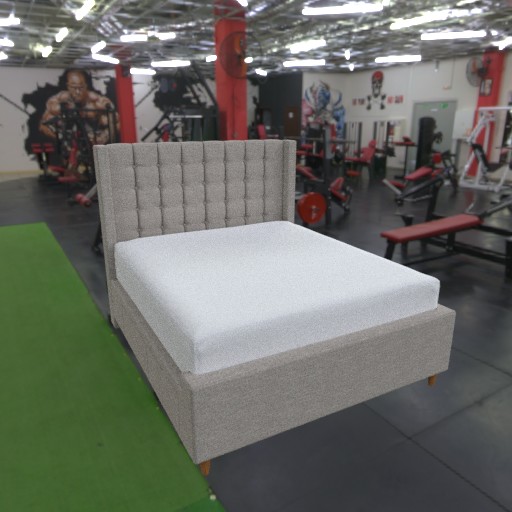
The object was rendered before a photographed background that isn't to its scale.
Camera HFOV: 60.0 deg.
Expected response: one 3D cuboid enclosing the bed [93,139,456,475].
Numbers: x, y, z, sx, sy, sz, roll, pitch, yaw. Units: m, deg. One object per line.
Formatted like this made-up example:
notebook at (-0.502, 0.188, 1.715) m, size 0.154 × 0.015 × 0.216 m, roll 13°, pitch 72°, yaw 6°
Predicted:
bed at (0.000, 0.000, 3.677) m, size 2.044 × 1.748 × 2.372 m, roll -9°, pitch 20°, yaw -27°
